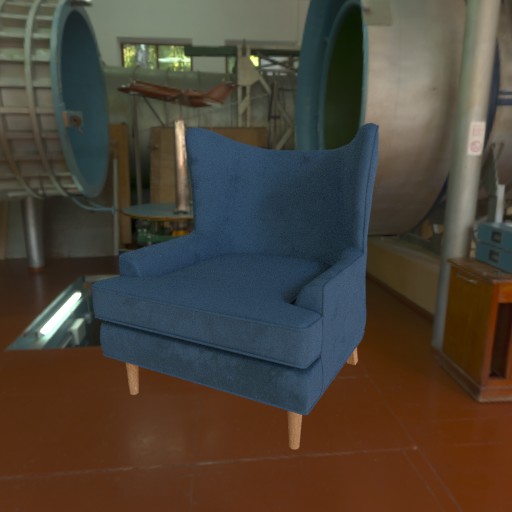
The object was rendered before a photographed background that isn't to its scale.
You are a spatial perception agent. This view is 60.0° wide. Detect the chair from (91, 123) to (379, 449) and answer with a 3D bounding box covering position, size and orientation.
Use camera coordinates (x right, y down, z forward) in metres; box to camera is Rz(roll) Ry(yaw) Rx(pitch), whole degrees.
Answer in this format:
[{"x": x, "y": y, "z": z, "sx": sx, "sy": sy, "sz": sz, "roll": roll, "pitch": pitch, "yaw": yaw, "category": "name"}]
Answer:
[{"x": 0.000, "y": 0.000, "z": 1.658, "sx": 0.793, "sy": 0.952, "sz": 0.910, "roll": 7, "pitch": 16, "yaw": 27, "category": "chair"}]
